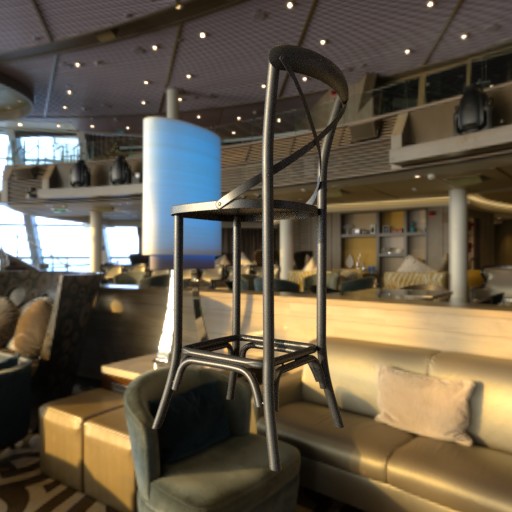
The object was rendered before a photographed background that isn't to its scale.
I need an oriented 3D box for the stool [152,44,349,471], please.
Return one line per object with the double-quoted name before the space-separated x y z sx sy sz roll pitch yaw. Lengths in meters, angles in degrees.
"stool" 0.000 0.000 1.501 0.584 1.168 0.457 0 0 37
